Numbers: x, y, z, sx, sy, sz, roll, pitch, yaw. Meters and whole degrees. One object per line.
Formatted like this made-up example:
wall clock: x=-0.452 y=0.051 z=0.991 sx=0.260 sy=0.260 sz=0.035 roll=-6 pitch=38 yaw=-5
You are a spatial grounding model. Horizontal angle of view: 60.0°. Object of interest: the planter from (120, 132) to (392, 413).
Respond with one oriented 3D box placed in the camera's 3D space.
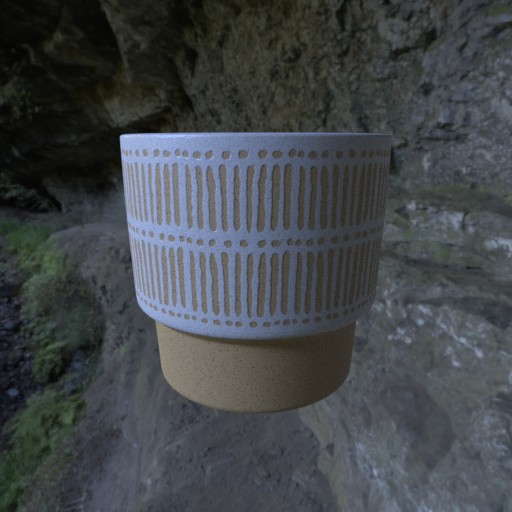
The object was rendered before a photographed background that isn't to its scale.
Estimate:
planter: x=0.000 y=0.000 z=0.575 sx=0.317 sy=0.303 sz=0.317 roll=0 pitch=14 yaw=0
